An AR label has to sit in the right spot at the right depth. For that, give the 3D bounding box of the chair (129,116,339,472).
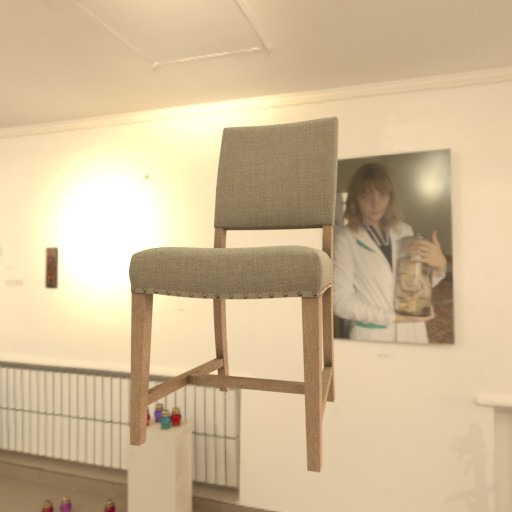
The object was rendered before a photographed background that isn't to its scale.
[{"bbox_3d":[0.000,0.000,1.366,0.508,0.986,0.622,0,-1,18],"label":"chair"}]
